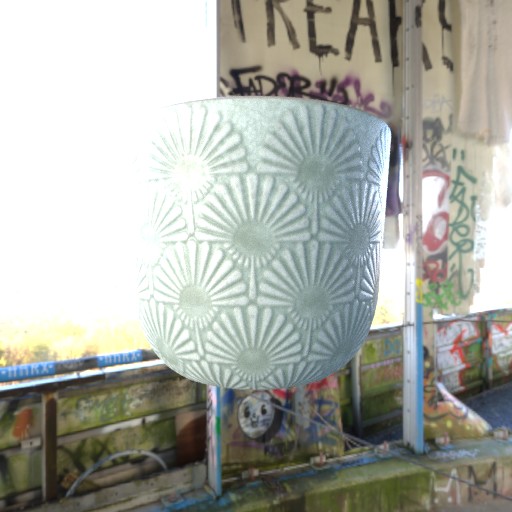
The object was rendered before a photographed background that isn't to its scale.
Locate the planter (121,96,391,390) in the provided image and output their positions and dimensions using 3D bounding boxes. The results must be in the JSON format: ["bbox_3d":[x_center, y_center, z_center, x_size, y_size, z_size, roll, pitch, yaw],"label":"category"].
[{"bbox_3d":[0.000,0.000,0.291,0.170,0.152,0.170,0,1,0],"label":"planter"}]
